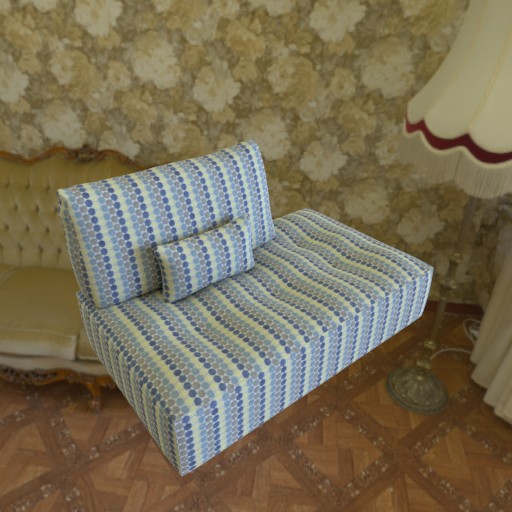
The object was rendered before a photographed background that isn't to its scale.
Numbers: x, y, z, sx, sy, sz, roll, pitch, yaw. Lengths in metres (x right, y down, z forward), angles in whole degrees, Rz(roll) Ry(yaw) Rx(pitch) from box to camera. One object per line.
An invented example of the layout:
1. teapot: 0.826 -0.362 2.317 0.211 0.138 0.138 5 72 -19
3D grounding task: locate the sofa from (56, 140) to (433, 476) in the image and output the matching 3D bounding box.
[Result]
1. sofa: 0.000 0.000 2.023 1.450 0.820 1.000 -22 38 -32
